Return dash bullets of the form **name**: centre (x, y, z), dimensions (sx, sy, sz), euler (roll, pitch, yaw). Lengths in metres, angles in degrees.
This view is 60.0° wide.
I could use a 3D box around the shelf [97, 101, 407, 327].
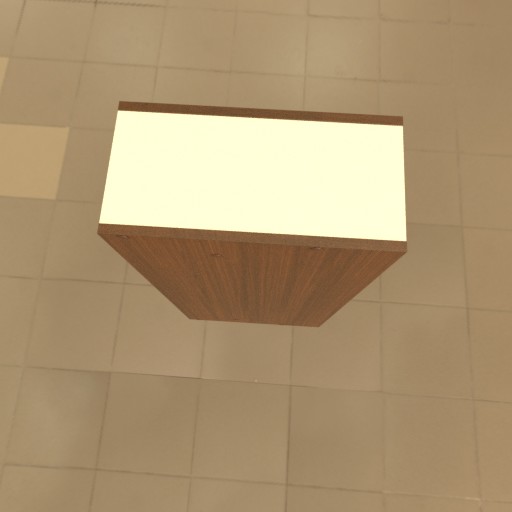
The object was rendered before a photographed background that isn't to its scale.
- **shelf**: centre (0.000, 0.000, 0.721), dimensions (0.290, 0.600, 0.147), euler (3, 74, 1)
